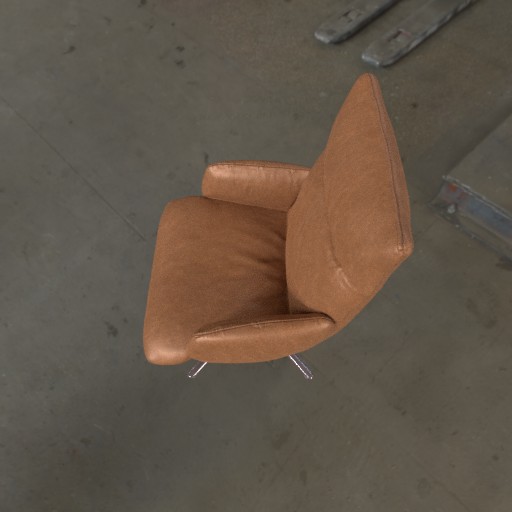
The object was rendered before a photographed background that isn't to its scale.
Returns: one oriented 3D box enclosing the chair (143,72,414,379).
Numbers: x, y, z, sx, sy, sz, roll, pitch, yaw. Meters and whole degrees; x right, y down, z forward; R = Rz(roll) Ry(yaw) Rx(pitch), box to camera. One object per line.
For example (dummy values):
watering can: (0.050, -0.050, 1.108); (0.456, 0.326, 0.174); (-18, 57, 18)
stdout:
chair: (0.000, 0.000, 1.532); (0.794, 1.027, 0.711); (0, 58, 0)
